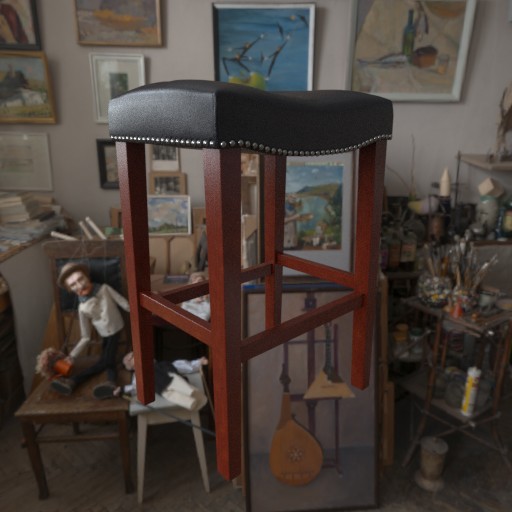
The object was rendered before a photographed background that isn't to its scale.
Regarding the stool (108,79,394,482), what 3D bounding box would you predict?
[{"bbox_3d":[0.000,0.000,1.035,0.504,0.742,0.372,-15,23,-41],"label":"stool"}]
